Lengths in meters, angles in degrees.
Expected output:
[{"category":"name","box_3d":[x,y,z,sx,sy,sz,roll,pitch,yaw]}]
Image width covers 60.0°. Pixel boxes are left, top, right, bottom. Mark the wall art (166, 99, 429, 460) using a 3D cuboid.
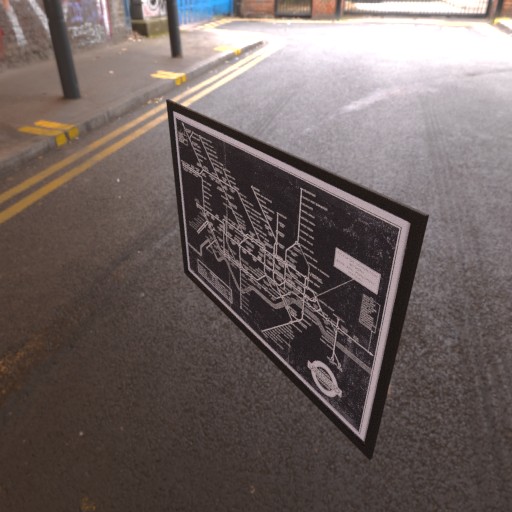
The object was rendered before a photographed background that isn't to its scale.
[{"category":"wall art","box_3d":[0.000,0.000,1.511,0.013,0.811,1.192,-21,38,-29]}]
